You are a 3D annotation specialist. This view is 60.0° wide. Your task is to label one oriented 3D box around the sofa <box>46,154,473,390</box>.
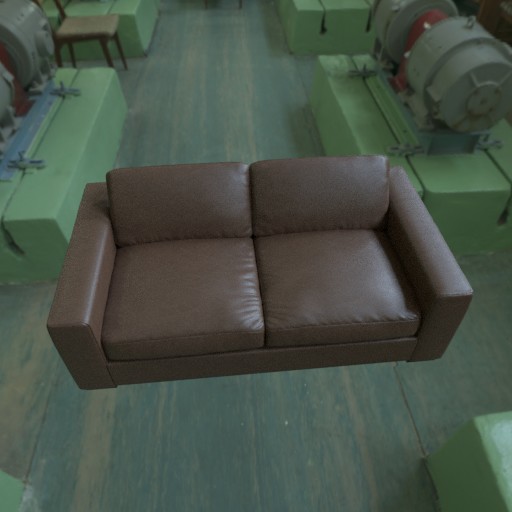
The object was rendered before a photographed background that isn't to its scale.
[{"bbox_3d":[0.000,0.000,2.417,1.920,0.800,1.070,-4,45,-4],"label":"sofa"}]
